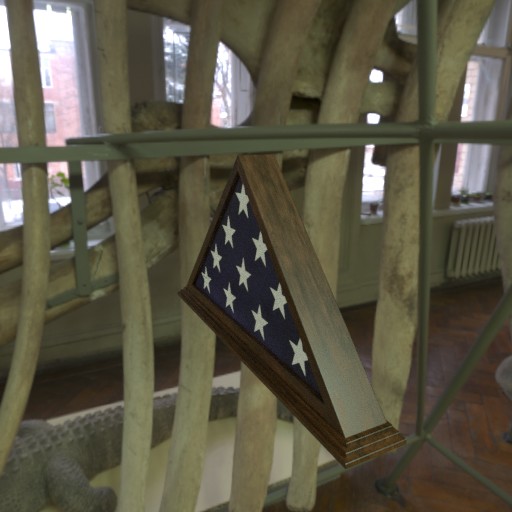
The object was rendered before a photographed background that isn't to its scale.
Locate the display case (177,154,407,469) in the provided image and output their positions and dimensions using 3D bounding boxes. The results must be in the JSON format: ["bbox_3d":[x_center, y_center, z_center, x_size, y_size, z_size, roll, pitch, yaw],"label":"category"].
[{"bbox_3d":[0.000,0.000,0.761,0.095,0.340,0.640,-8,18,-26],"label":"display case"}]
